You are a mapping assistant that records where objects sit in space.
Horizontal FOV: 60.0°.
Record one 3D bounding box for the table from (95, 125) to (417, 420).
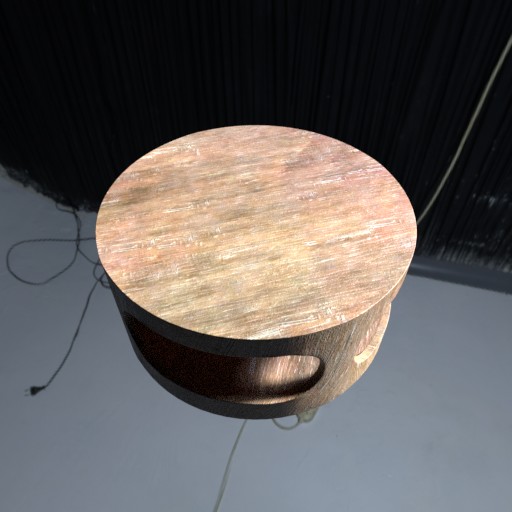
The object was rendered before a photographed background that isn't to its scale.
[{"bbox_3d":[0.000,0.000,1.547,0.974,0.450,0.974,0,46,0],"label":"table"}]
